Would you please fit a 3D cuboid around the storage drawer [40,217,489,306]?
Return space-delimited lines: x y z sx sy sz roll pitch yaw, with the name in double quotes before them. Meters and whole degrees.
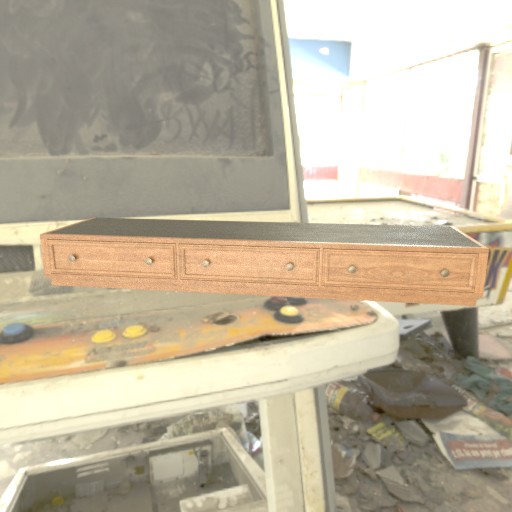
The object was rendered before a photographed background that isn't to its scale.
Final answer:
"storage drawer" 0.000 0.000 2.258 2.032 0.264 0.538 2 14 8
